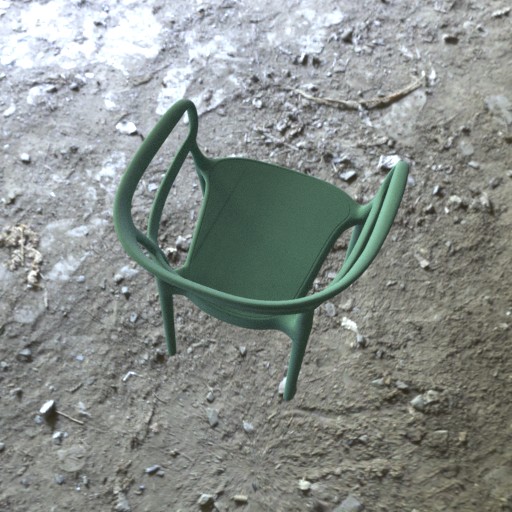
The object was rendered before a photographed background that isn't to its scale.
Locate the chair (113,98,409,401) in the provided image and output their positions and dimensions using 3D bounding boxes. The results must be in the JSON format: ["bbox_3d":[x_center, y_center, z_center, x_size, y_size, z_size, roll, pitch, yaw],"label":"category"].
[{"bbox_3d":[0.000,0.000,1.138,0.559,0.761,0.527,19,66,9],"label":"chair"}]
